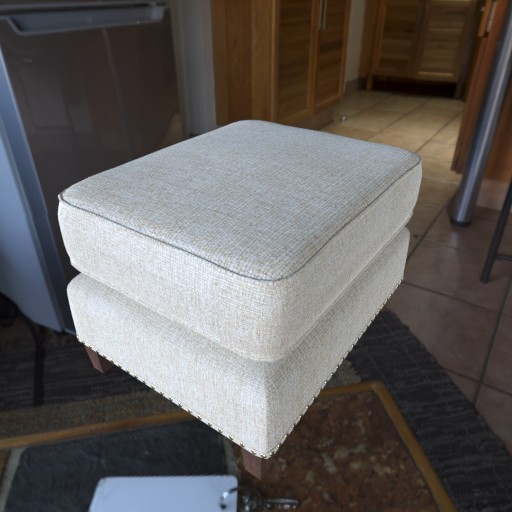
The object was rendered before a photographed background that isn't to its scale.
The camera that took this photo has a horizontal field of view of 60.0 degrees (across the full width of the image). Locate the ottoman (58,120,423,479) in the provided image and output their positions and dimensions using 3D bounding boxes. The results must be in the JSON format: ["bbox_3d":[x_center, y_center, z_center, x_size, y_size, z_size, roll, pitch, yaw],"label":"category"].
[{"bbox_3d":[0.000,0.000,1.121,0.589,0.537,0.738,21,38,29],"label":"ottoman"}]
